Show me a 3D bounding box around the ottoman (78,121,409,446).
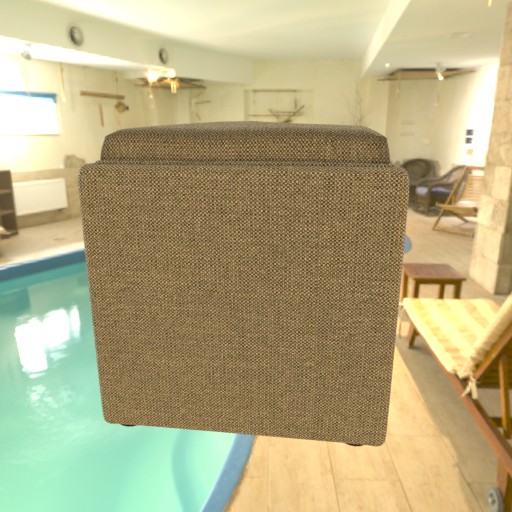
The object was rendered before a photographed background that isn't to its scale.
[{"bbox_3d":[0.000,0.000,0.839,0.454,0.487,0.436,2,16,7],"label":"ottoman"}]
